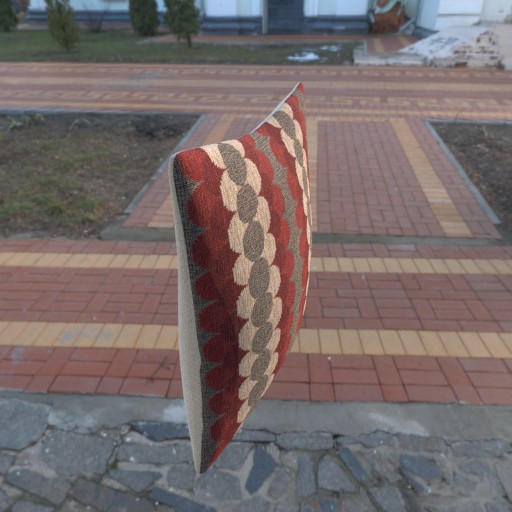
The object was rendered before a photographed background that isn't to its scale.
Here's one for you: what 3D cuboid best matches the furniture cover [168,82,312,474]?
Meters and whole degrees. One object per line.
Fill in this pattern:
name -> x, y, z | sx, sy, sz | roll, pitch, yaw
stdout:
furniture cover -> 0.000, 0.000, 0.640 | 0.145, 0.420, 0.435 | 10, 32, 17
